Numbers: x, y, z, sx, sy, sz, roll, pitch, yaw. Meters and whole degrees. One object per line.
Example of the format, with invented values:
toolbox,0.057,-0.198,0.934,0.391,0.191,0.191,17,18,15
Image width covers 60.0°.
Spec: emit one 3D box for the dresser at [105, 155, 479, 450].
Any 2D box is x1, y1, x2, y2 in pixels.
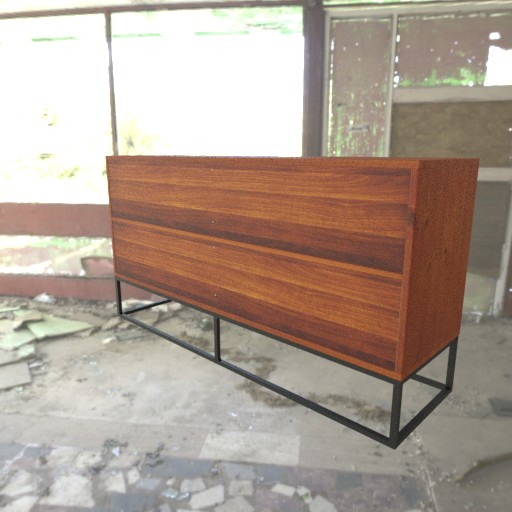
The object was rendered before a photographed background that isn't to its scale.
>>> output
dresser,0.000,0.000,1.849,1.536,0.810,0.464,12,18,42
